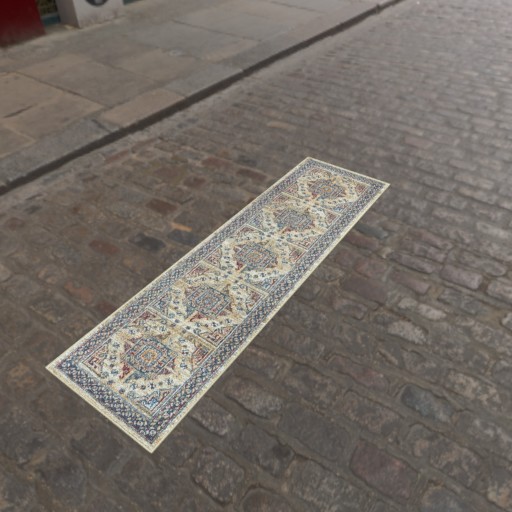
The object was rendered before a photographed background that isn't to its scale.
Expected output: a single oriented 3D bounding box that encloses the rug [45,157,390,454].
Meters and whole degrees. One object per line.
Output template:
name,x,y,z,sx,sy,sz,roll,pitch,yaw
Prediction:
rug,0.000,0.000,2.519,0.661,0.013,2.297,25,47,26
